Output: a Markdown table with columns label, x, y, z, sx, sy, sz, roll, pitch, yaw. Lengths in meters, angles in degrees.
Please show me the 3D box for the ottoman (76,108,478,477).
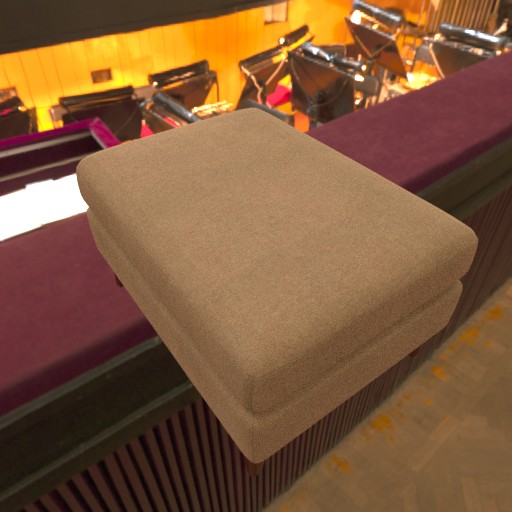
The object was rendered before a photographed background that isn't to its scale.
| label | x | y | z | sx | sy | sz | roll | pitch | yaw |
| --- | --- | --- | --- | --- | --- | --- | --- | --- | --- |
| ottoman | 0.000 | 0.000 | 1.161 | 0.610 | 0.478 | 0.823 | -26 | 47 | -26 |
